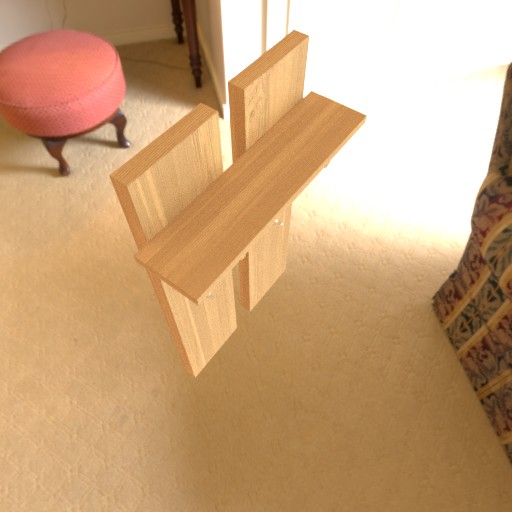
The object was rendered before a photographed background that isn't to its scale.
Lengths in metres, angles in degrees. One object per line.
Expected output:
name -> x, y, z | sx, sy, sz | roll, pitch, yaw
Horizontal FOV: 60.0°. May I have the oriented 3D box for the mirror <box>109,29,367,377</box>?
mirror -> 0.000, 0.000, 1.583 | 0.260, 1.250, 0.800 | 32, 62, 19
